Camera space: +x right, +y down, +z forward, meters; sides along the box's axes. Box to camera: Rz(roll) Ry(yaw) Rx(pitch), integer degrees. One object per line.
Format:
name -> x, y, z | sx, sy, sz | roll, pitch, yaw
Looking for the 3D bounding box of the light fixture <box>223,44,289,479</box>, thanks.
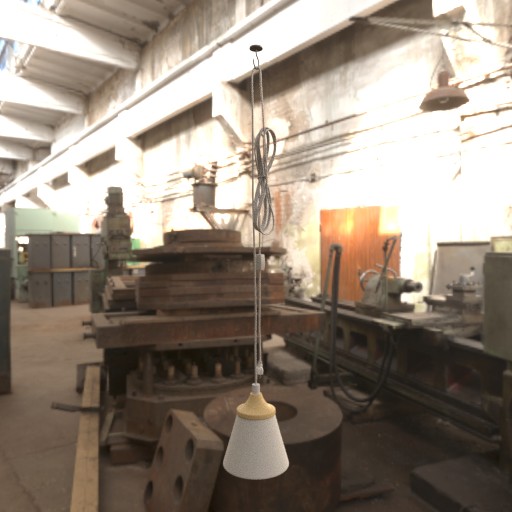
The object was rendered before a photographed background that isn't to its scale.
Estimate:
light fixture -> 0.000, 0.000, 1.031 | 0.153, 0.966, 0.153 | 0, 1, -35
